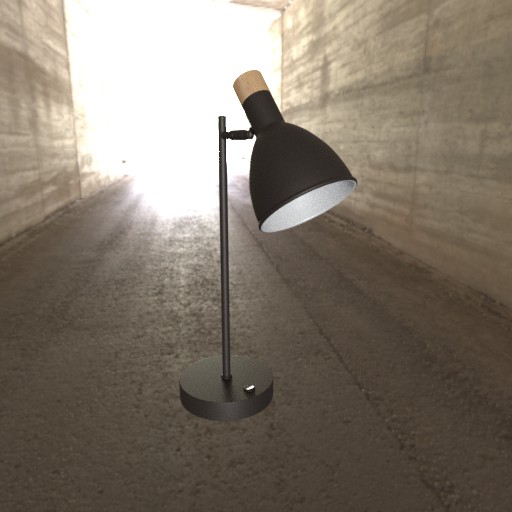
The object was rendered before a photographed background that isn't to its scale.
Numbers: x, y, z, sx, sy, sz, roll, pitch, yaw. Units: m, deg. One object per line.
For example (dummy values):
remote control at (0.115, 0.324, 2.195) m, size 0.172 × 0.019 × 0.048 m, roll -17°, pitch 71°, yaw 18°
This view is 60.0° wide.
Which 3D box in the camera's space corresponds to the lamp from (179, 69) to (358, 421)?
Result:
lamp at (0.000, 0.000, 0.616) m, size 0.152 × 0.483 × 0.287 m, roll -14°, pitch 19°, yaw -43°
